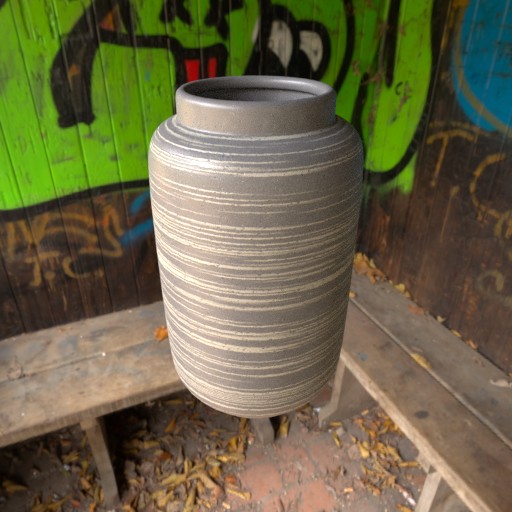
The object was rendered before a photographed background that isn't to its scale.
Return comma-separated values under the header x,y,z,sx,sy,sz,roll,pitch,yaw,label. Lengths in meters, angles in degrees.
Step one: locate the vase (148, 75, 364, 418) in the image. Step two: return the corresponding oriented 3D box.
x,y,z,sx,sy,sz,roll,pitch,yaw,label
0.000,0.000,0.690,0.297,0.499,0.297,0,30,0,vase
